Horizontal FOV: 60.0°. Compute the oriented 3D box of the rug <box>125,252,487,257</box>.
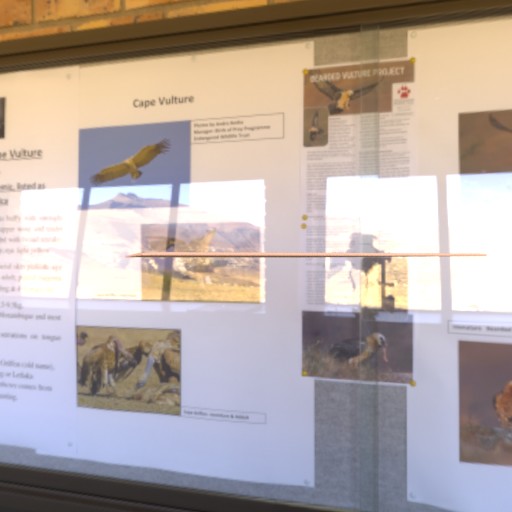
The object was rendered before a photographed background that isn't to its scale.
[{"bbox_3d":[0.000,0.000,2.781,1.524,0.013,2.134,0,0,-18],"label":"rug"}]
